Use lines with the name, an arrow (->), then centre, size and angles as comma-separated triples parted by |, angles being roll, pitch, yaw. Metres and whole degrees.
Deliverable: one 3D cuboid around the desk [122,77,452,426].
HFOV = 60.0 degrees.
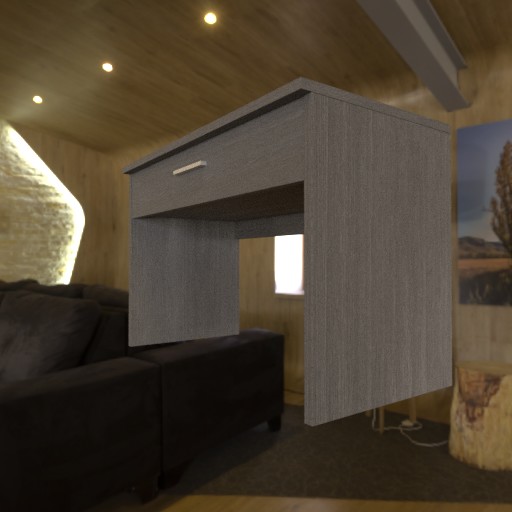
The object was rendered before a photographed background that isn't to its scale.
desk -> 0.000, 0.000, 1.524 | 0.557, 0.729, 1.099 | 1, -1, -36
